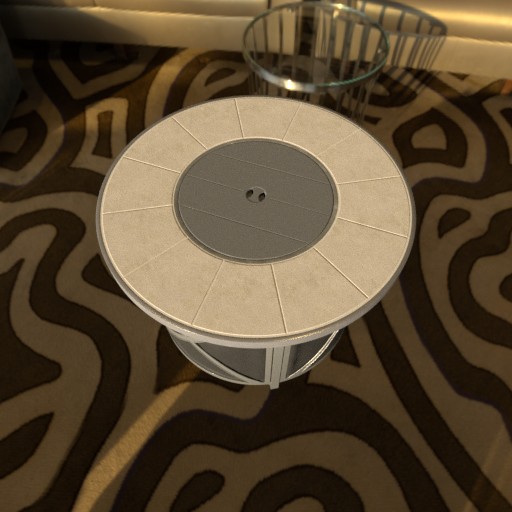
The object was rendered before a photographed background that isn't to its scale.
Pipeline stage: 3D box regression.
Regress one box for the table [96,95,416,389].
[{"bbox_3d":[0.000,0.000,1.562,0.914,0.650,0.914,0,57,0],"label":"table"}]
